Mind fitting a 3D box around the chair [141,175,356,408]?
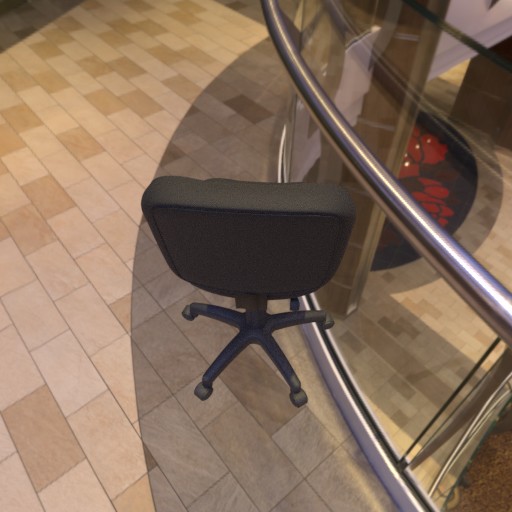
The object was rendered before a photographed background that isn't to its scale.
[{"bbox_3d":[0.000,0.000,1.363,0.610,0.972,0.610,3,49,3],"label":"chair"}]
